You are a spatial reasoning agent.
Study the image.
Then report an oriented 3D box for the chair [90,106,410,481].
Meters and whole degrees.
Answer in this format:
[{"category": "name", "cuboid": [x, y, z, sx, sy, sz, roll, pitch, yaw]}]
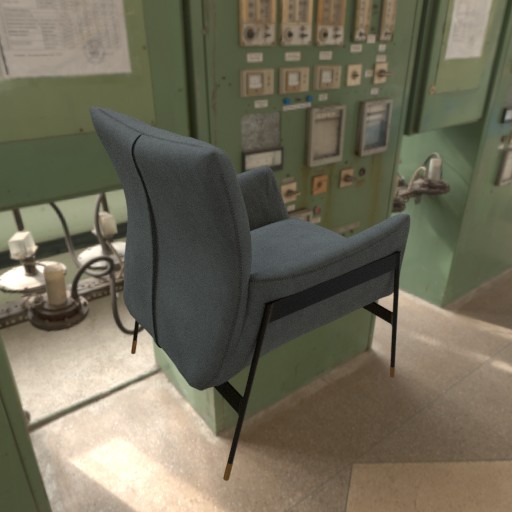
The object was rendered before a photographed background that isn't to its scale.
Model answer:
[{"category": "chair", "cuboid": [0.000, 0.000, 1.361, 0.709, 0.858, 0.678, -18, 31, -32]}]
